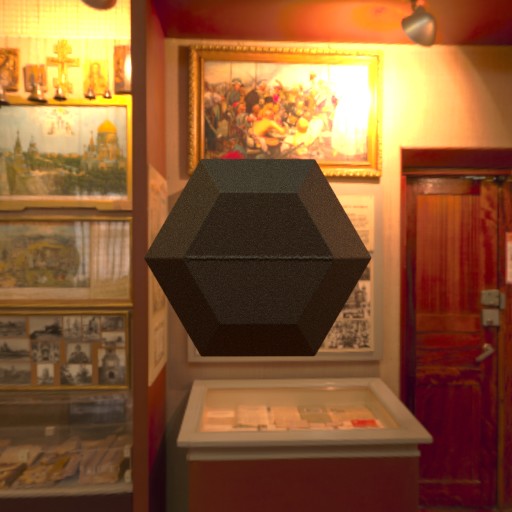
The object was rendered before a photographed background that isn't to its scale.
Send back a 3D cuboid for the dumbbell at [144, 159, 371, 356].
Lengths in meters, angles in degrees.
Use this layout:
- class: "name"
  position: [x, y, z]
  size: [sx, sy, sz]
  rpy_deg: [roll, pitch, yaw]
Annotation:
- class: "dumbbell"
  position: [0.000, 0.000, 0.427]
  size: [0.141, 0.123, 0.356]
  rpy_deg: [0, 0, 0]
